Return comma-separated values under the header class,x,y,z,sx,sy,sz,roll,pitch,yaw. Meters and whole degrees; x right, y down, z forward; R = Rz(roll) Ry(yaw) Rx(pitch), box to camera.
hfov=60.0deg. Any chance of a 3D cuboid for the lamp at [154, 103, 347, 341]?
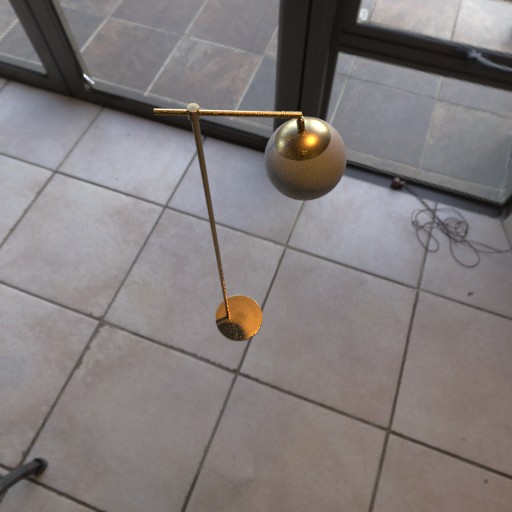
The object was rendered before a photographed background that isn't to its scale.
class,x,y,z,sx,sy,sz,roll,pitch,yaw
lamp,0.000,0.000,1.691,0.476,1.505,0.249,2,63,1
